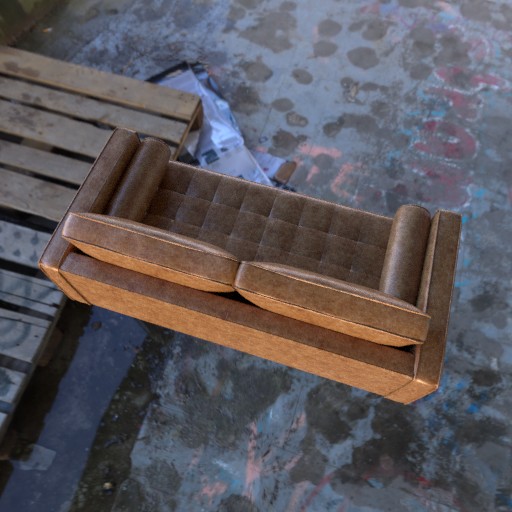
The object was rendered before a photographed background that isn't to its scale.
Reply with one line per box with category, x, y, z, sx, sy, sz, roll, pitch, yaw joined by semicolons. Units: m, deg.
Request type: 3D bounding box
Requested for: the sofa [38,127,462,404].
sofa;0.000;0.000;2.336;1.920;0.825;0.924;16;65;8
